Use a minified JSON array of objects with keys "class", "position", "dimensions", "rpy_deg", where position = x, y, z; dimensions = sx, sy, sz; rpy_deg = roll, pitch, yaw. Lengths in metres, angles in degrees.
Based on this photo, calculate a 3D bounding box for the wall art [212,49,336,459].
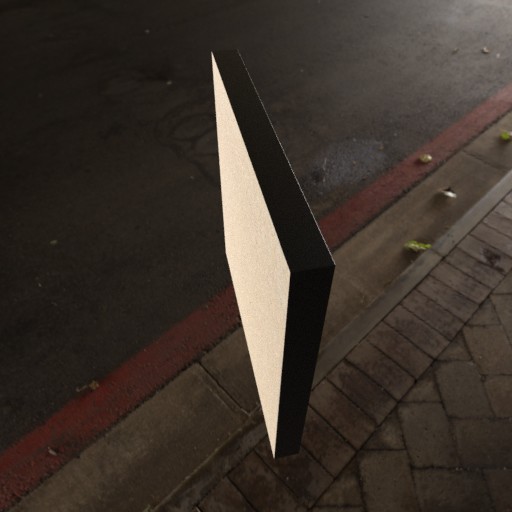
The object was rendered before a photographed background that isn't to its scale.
[{"class":"wall art","position":[0.000,0.000,0.492],"dimensions":[0.029,0.318,0.327],"rpy_deg":[-9,47,-8]}]
